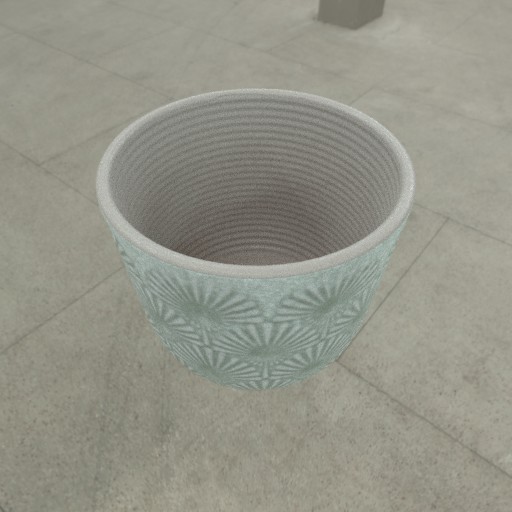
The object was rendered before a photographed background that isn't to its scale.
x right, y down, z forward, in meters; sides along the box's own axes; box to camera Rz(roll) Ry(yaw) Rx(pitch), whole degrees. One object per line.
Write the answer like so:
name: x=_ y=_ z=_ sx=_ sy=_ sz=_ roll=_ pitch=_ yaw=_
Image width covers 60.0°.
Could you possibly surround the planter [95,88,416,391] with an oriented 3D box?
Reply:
planter: x=0.000 y=0.000 z=0.294 sx=0.170 sy=0.152 sz=0.170 roll=0 pitch=46 yaw=0
